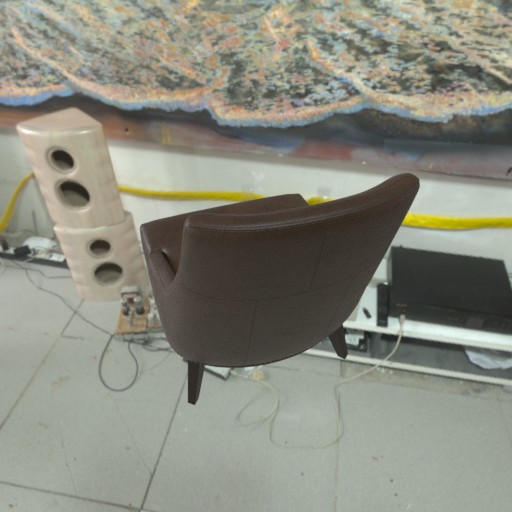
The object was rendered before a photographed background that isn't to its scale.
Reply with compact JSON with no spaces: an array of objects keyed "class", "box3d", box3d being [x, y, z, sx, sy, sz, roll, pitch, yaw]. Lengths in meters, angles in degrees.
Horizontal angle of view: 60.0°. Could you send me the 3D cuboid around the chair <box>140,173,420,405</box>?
[{"class":"chair","box3d":[0.000,0.000,1.480,0.701,0.909,0.861,-13,42,-14]}]
